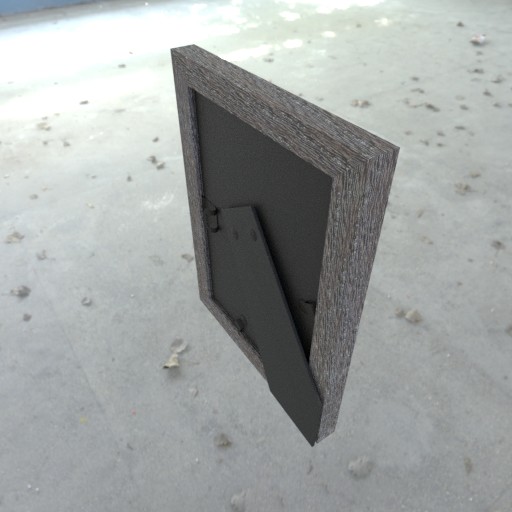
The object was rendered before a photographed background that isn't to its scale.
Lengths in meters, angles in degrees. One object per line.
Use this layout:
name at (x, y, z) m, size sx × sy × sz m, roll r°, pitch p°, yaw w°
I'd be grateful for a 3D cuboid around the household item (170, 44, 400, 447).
household item at (0.000, 0.000, 0.278) m, size 0.020 × 0.210 × 0.160 m, roll -24°, pitch 46°, yaw -25°
